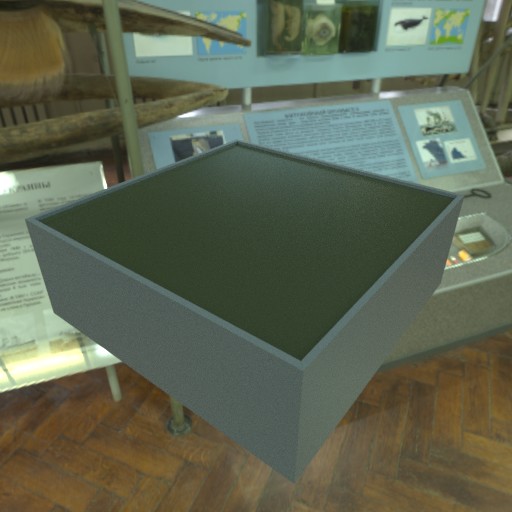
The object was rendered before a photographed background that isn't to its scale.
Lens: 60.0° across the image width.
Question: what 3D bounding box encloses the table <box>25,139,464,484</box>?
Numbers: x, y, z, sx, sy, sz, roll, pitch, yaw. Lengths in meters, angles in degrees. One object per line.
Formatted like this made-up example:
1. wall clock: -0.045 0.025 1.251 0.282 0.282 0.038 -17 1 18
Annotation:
1. table: 0.000 0.000 1.214 0.801 0.299 0.801 22 38 31
